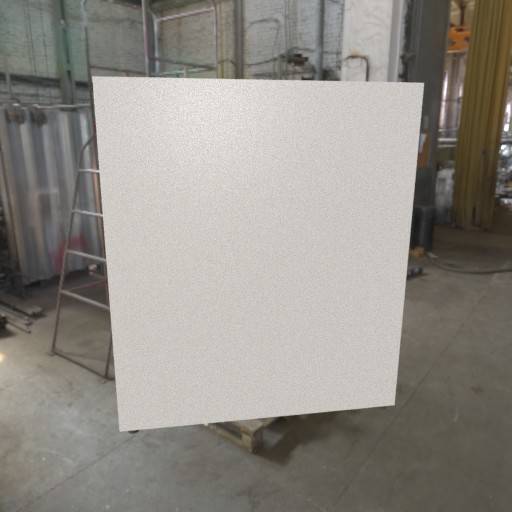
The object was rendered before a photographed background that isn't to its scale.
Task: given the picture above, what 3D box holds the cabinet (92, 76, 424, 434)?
[{"bbox_3d":[0.000,0.000,1.599,0.990,1.150,0.348,-2,15,-9],"label":"cabinet"}]
